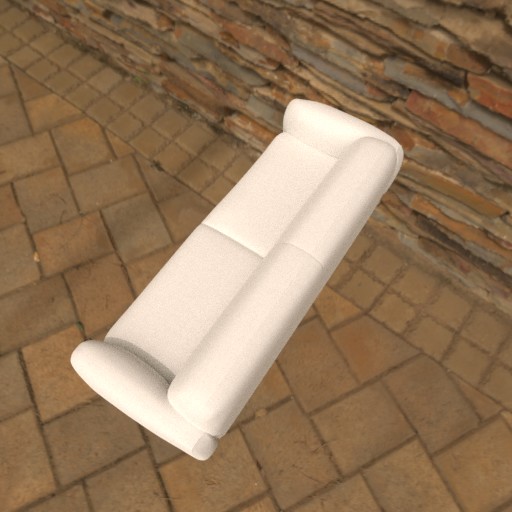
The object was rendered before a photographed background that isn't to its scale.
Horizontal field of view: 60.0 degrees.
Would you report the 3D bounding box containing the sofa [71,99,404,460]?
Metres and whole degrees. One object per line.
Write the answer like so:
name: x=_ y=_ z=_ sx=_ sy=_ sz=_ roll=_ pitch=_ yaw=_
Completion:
sofa: x=0.000 y=0.000 z=2.687 sx=0.880 sy=0.780 sz=2.257 roll=31 pitch=67 yaw=15
